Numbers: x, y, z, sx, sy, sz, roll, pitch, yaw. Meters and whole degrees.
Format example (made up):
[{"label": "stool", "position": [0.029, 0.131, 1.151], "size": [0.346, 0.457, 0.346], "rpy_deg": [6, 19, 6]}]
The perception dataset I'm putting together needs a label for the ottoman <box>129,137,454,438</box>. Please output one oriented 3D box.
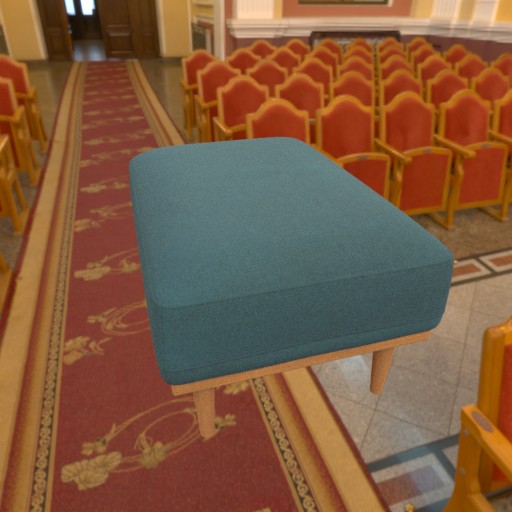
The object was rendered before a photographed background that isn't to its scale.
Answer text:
[{"label": "ottoman", "position": [0.000, 0.000, 1.092], "size": [0.549, 0.428, 0.749], "rpy_deg": [-9, 32, -14]}]
